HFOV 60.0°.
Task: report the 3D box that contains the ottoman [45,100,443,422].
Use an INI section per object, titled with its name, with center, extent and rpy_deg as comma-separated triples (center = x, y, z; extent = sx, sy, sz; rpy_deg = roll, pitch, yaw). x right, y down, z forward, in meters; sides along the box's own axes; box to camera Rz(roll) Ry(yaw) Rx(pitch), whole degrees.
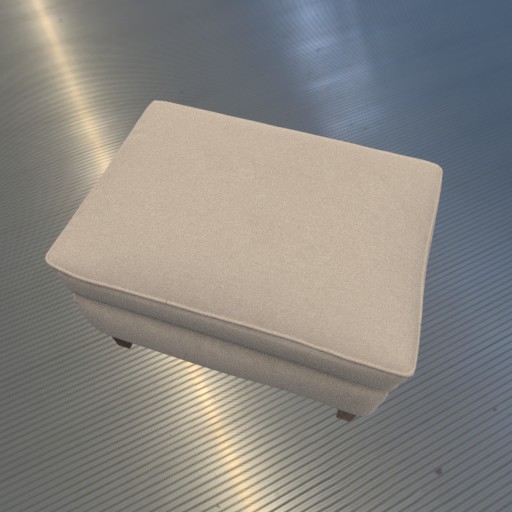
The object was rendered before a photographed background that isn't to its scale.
[ottoman]
center = 0.000, 0.000, 0.971
extent = 0.665, 0.456, 0.501
rpy_deg = 16, 60, 9
